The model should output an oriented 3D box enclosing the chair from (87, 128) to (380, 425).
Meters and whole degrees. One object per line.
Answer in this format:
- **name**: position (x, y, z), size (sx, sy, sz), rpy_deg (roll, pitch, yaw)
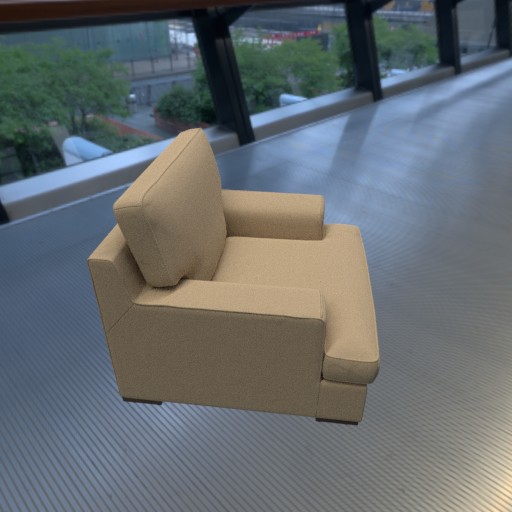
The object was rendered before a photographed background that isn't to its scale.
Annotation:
- **chair**: position (0.000, 0.000, 2.219), size (1.274, 1.005, 1.293), rpy_deg (0, 32, 0)
